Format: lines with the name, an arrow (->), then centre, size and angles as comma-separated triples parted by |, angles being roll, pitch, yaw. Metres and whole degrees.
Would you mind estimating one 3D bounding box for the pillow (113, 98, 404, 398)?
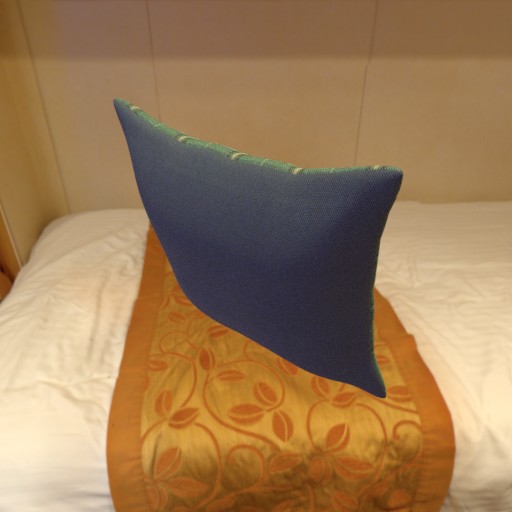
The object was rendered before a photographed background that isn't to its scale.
pillow -> 0.000, 0.000, 0.688 | 0.453, 0.430, 0.200 | 24, 39, 33
